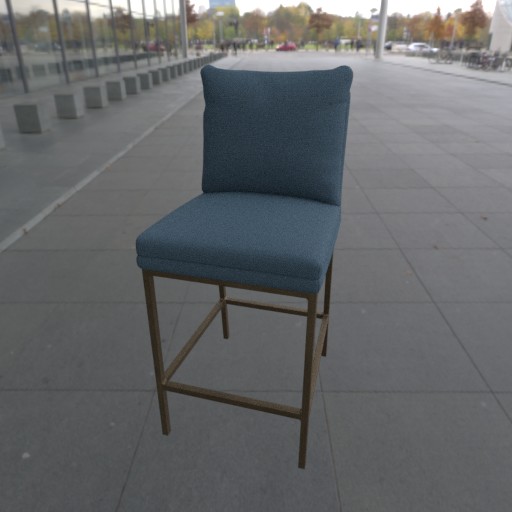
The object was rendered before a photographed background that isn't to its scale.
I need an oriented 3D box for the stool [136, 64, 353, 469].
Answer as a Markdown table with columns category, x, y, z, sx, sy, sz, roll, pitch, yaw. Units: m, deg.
| category | x | y | z | sx | sy | sz | roll | pitch | yaw |
| --- | --- | --- | --- | --- | --- | --- | --- | --- | --- |
| stool | 0.000 | 0.000 | 1.318 | 0.463 | 1.032 | 0.568 | 7 | 27 | 15 |
